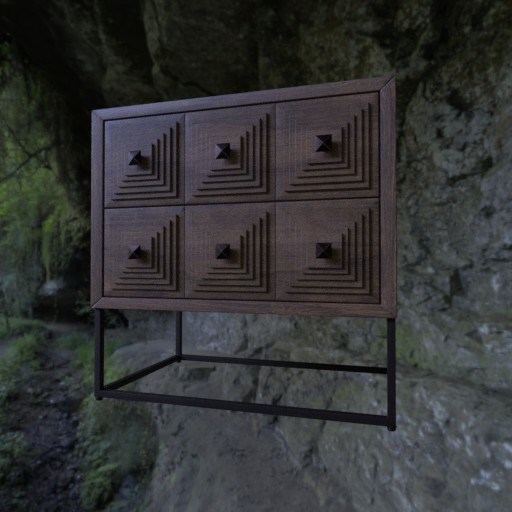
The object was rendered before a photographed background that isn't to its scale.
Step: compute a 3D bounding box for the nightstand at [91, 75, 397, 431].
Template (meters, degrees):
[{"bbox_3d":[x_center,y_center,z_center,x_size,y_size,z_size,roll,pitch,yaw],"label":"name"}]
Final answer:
[{"bbox_3d":[0.000,0.000,1.016,0.610,0.610,0.437,0,-1,17],"label":"nightstand"}]
